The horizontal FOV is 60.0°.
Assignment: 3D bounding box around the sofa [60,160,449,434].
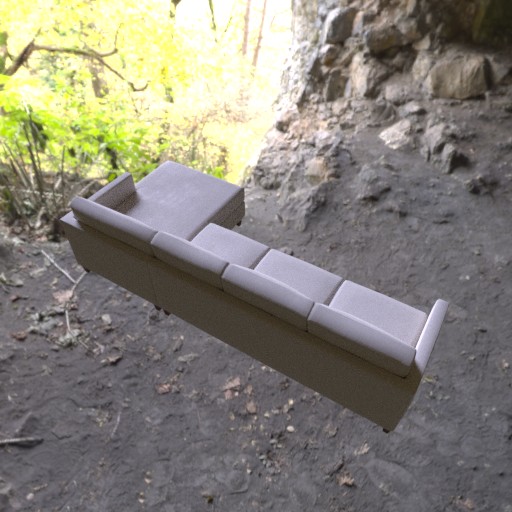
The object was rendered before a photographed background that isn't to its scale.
[{"bbox_3d":[0.000,0.000,4.256,3.471,0.954,1.599,24,50,21],"label":"sofa"}]
